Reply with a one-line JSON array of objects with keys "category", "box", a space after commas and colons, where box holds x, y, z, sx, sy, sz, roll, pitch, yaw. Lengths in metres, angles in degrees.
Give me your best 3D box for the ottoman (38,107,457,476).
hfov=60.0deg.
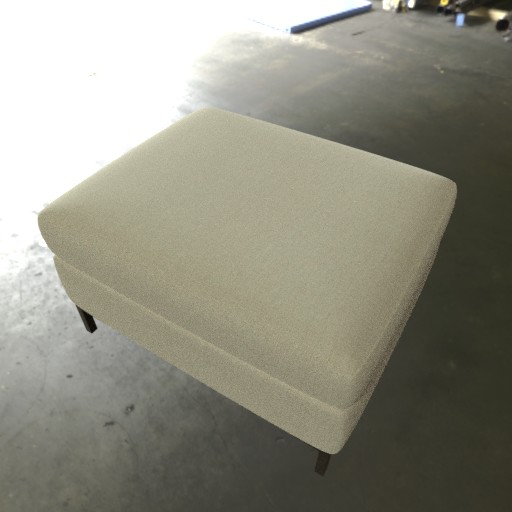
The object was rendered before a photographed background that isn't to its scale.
[{"category": "ottoman", "box": [0.000, 0.000, 1.143, 0.794, 0.453, 0.657, 24, 49, 22]}]
